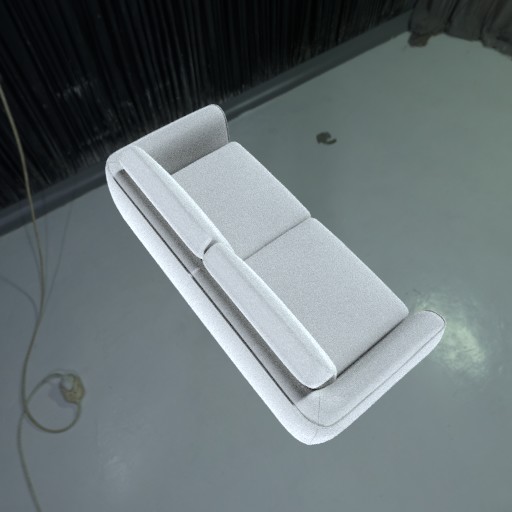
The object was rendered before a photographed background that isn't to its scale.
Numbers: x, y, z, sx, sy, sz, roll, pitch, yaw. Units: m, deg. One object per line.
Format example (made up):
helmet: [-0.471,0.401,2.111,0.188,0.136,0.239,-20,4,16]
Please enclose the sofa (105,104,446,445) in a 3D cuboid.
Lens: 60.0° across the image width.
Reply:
sofa: [0.000,0.000,2.556,0.920,0.850,2.000,-34,65,-18]
